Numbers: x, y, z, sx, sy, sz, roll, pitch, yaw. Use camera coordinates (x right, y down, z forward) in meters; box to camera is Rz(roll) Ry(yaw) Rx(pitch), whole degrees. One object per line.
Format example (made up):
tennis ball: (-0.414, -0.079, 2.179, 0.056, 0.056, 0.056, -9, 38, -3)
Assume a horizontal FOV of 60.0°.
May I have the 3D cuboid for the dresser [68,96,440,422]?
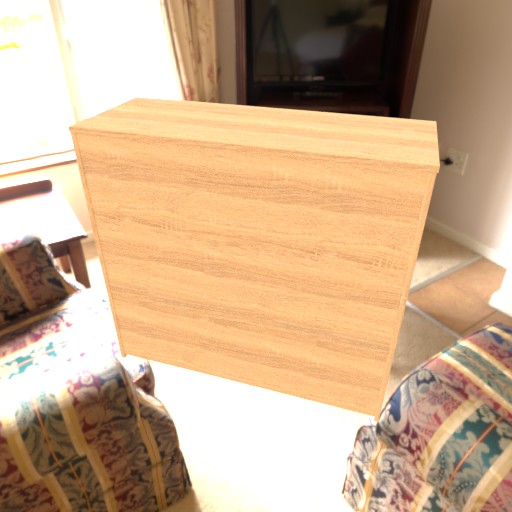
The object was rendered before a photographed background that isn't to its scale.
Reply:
dresser: (0.000, 0.000, 1.507, 0.980, 0.900, 0.380, 10, 34, 15)
